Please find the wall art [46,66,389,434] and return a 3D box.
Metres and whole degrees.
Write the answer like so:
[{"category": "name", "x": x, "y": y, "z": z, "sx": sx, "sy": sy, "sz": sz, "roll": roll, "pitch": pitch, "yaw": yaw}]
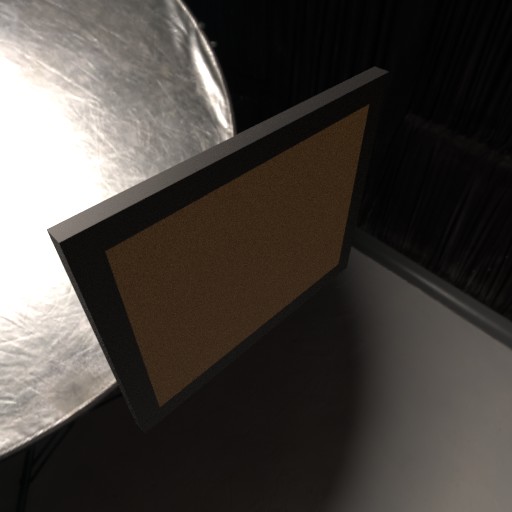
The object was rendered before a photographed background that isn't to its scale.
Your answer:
[{"category": "wall art", "x": 0.000, "y": 0.000, "z": 0.740, "sx": 0.561, "sy": 0.460, "sz": 0.028, "roll": -35, "pitch": 55, "yaw": -29}]
